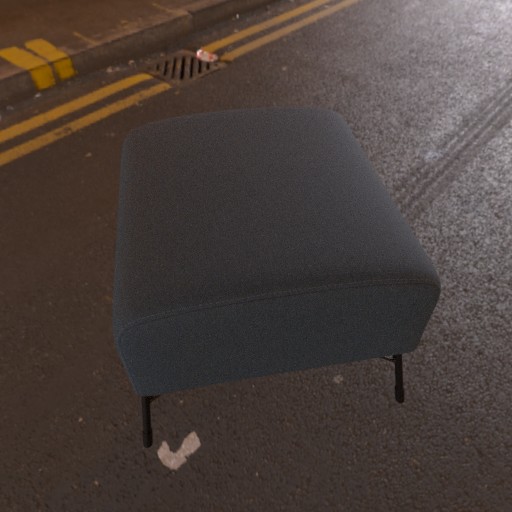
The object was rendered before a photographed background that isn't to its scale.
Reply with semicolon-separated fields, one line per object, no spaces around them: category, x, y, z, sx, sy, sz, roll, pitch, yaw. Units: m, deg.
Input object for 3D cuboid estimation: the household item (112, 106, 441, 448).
household item;0.000;0.000;0.903;0.530;0.420;0.530;-7;47;-7
